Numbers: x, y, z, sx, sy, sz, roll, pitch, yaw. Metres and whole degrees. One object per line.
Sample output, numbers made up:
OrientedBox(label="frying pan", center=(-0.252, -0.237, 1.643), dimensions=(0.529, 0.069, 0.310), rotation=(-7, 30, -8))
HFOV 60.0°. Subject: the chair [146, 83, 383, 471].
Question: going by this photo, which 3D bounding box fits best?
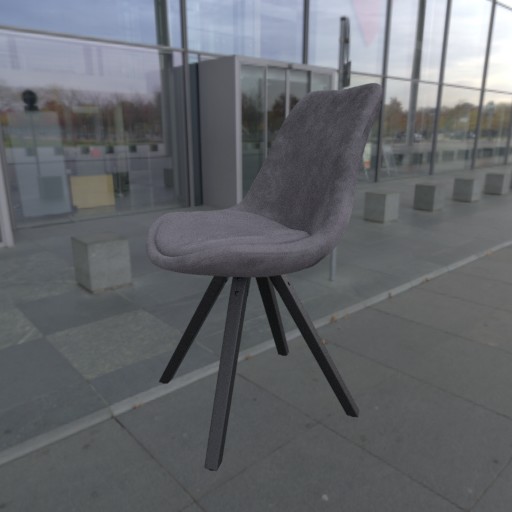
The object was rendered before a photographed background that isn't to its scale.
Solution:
OrientedBox(label="chair", center=(0.000, 0.000, 1.163), dimensions=(0.550, 0.850, 0.485), rotation=(-8, 18, -25))
